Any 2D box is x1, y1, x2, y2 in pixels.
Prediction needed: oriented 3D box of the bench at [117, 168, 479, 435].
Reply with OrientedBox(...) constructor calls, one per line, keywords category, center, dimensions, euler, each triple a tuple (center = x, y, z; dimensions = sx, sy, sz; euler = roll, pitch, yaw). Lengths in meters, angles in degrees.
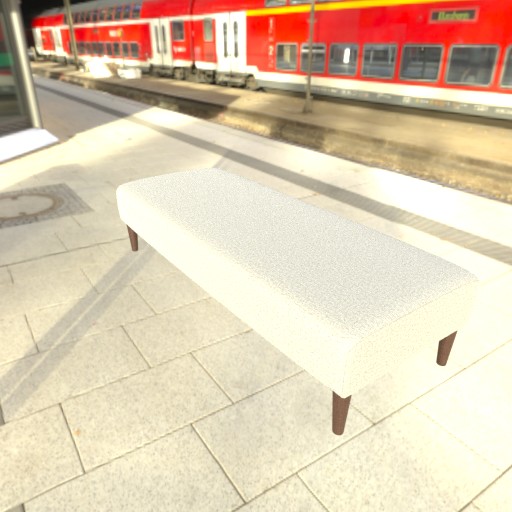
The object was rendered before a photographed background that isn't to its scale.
OrientedBox(category="bench", center=(0.000, 0.000, 1.873), dimensions=(0.631, 0.383, 1.598), euler=(-18, 31, -32))
